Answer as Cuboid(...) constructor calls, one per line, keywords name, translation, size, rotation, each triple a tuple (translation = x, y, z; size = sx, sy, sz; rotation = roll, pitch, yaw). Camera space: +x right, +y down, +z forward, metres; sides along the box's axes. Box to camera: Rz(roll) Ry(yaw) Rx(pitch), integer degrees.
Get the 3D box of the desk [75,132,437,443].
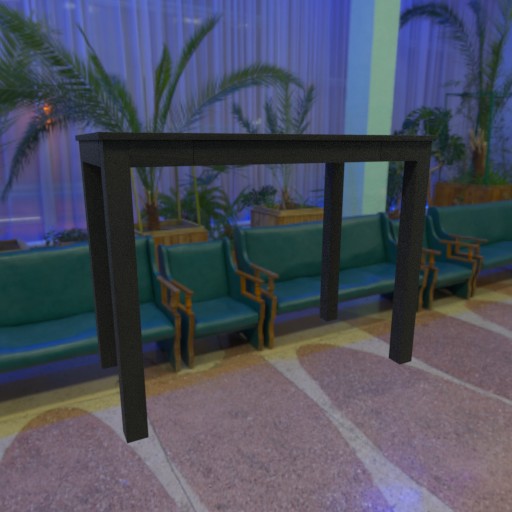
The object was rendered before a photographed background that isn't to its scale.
Cuboid(name="desk", translation=(0.000, 0.000, 1.452), size=(0.991, 0.762, 0.499), rotation=(-7, 16, -26))
